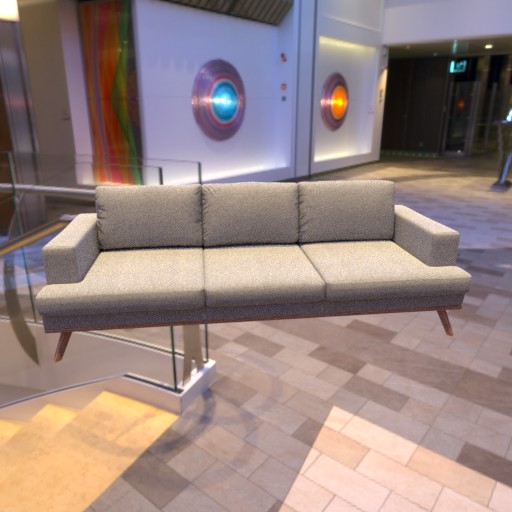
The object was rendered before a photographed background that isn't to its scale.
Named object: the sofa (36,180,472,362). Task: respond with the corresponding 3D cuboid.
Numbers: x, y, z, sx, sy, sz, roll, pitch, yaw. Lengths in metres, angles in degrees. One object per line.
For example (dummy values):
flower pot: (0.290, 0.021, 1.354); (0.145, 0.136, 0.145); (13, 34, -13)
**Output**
sofa: (0.000, 0.000, 2.724); (2.310, 0.810, 0.920); (-2, 19, -7)
